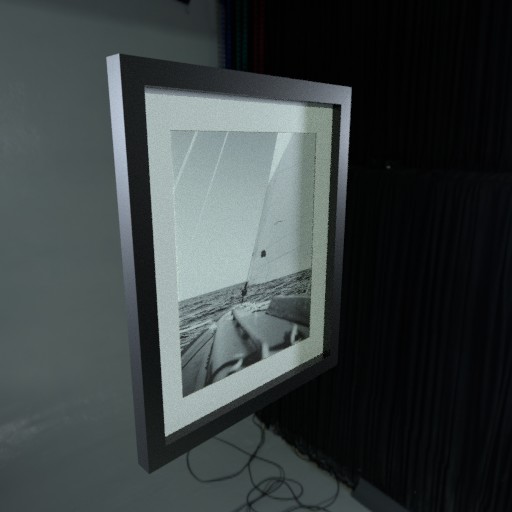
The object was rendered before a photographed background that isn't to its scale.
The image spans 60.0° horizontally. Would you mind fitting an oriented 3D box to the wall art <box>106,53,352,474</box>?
[{"bbox_3d":[0.000,0.000,0.734,0.461,0.558,0.031,-14,20,-43],"label":"wall art"}]
